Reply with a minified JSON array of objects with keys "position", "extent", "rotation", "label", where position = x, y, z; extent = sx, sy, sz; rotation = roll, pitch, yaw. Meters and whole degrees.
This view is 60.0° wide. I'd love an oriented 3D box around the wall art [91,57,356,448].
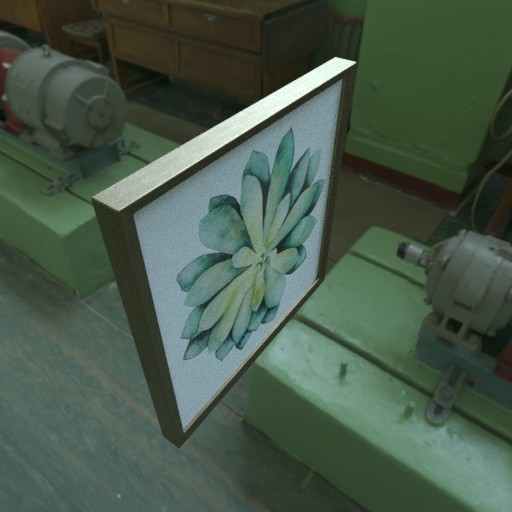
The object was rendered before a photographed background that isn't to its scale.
[{"position":[0.000,0.000,0.750],"extent":[0.040,0.506,0.503],"rotation":[26,48,26],"label":"wall art"}]
